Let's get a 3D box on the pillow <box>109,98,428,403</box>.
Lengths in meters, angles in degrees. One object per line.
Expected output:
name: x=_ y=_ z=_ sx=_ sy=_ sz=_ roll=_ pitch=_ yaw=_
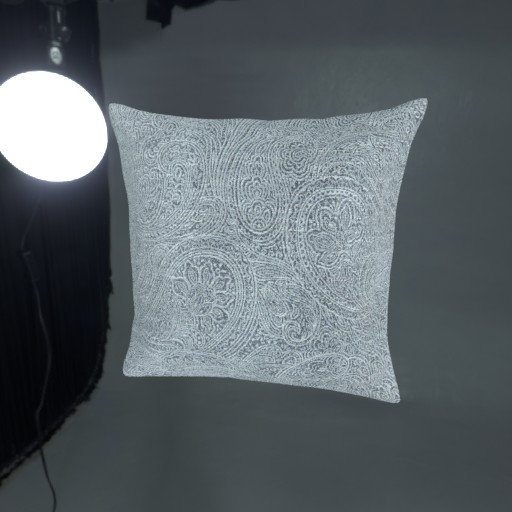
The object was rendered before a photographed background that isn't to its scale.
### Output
pillow: x=0.000 y=0.000 z=0.768 sx=0.523 sy=0.510 sz=0.166 roll=2 pitch=15 yaw=9
